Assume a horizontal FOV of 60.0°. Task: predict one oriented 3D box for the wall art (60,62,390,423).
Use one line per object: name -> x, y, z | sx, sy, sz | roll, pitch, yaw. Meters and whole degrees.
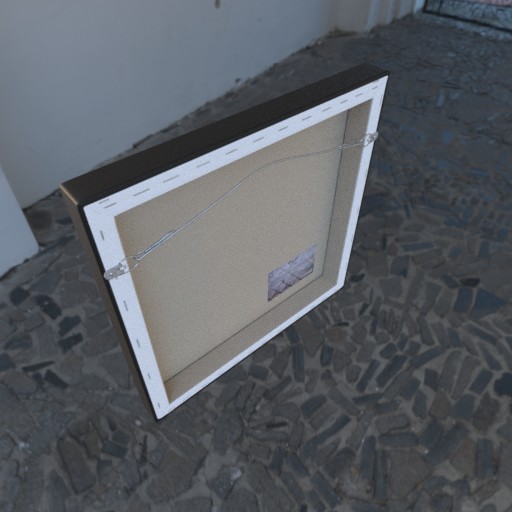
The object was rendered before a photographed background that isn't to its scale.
wall art -> 0.000, 0.000, 0.601 | 0.406, 0.407, 0.041 | -31, 53, -27
